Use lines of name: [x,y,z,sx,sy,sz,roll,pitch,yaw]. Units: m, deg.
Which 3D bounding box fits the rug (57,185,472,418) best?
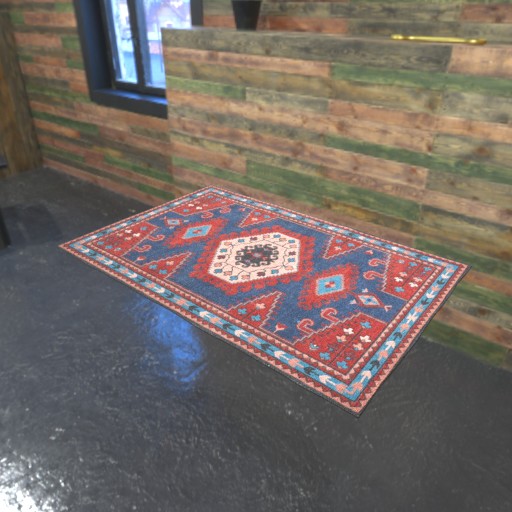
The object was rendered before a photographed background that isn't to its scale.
rug: [0.000,0.000,2.313,1.820,0.012,1.207,22,36,33]
